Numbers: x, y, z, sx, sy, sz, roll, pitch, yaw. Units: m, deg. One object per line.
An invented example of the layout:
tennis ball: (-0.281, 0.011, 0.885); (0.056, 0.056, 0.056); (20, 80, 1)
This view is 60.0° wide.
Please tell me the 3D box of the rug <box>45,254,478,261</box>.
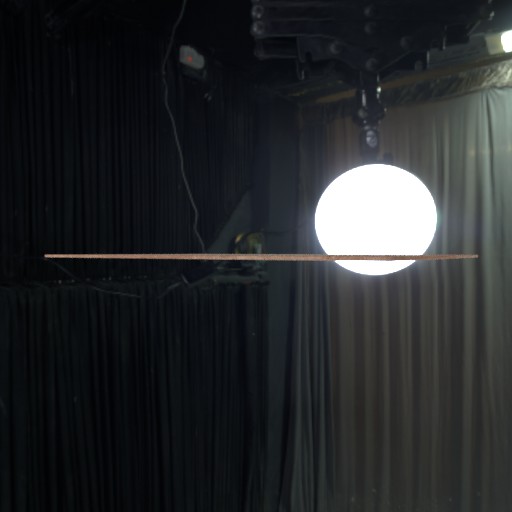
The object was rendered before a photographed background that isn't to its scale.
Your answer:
rug: (0.000, 0.000, 2.245); (1.829, 0.014, 1.219); (0, 1, 37)
